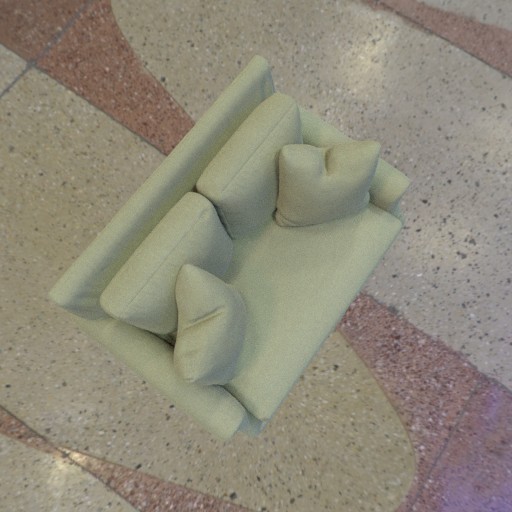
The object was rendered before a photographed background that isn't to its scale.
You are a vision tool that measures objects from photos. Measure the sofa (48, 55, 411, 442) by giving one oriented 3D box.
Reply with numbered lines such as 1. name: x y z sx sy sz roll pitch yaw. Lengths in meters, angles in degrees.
1. sofa: 0.000 0.000 2.190 1.070 0.905 1.550 36 78 9
